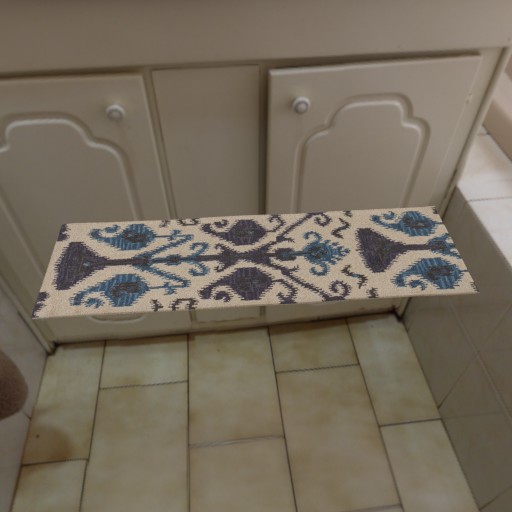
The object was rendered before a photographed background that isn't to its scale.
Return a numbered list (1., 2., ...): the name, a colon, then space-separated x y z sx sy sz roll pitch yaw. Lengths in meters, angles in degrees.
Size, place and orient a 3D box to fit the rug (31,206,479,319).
1. rug: 0.000 0.000 2.494 2.301 0.017 0.692 -3 47 -3
